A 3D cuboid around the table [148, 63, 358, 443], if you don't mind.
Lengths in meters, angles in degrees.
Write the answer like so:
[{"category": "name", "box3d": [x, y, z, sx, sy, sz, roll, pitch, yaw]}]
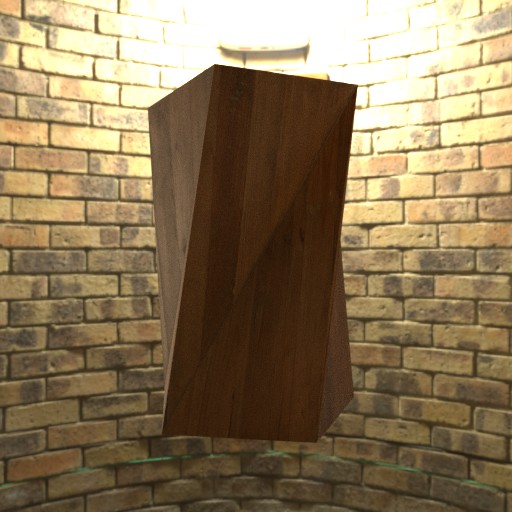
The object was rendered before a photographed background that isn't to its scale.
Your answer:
[{"category": "table", "box3d": [0.000, 0.000, 0.905, 0.441, 0.604, 0.425, 0, 0, -35]}]
